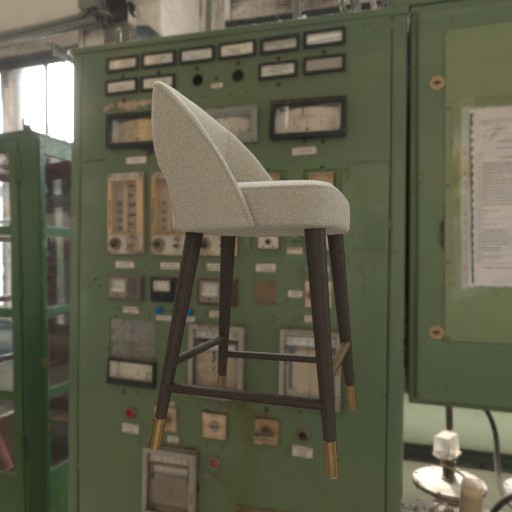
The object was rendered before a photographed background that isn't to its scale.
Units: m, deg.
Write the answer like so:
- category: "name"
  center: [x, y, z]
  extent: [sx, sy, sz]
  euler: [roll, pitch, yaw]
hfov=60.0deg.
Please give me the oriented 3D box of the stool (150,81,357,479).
- category: "stool"
  center: [0.000, 0.000, 1.221]
  extent: [0.509, 0.940, 0.494]
  euler: [0, 1, 18]
